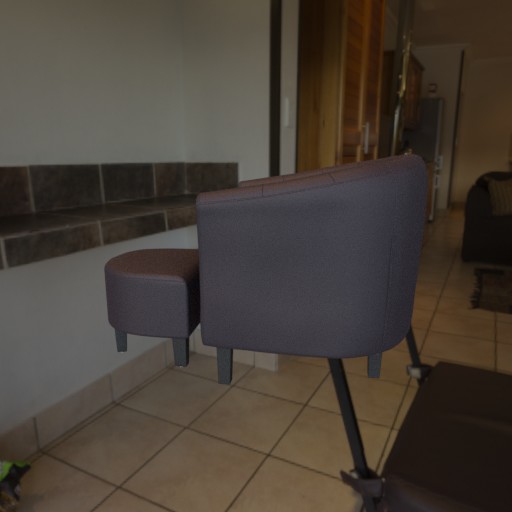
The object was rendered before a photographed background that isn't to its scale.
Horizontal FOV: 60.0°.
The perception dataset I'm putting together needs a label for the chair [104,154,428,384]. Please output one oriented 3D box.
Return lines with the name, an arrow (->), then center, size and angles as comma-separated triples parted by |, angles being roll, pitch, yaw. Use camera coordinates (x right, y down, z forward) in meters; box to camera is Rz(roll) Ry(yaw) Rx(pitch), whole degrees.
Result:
chair -> 0.000, 0.000, 1.696 | 1.191, 0.760, 0.763 | 2, 13, 9
